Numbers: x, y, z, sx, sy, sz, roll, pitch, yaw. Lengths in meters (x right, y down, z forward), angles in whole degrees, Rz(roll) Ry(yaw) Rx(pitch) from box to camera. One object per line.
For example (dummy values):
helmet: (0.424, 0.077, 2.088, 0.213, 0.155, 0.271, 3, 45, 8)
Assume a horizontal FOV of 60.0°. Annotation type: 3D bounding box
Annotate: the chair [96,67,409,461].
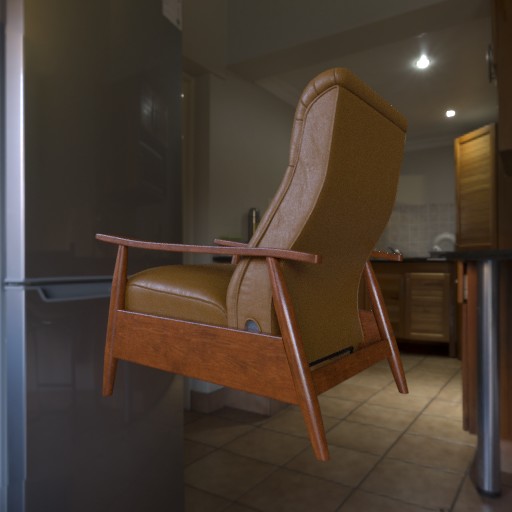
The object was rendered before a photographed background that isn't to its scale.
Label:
chair: (0.000, 0.000, 1.747, 1.014, 1.082, 0.762, 0, 0, 36)
